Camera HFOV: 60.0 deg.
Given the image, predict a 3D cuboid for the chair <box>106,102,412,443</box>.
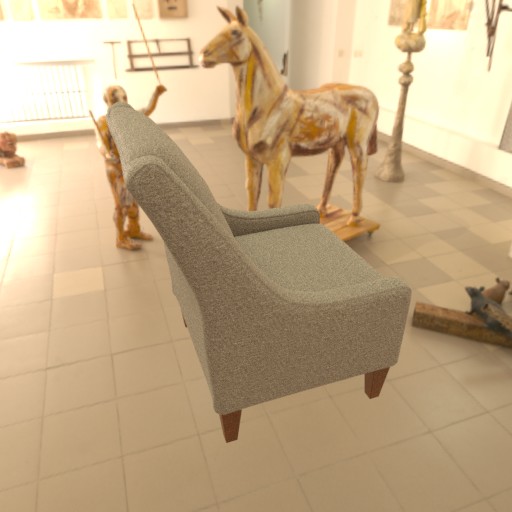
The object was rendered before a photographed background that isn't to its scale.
[{"bbox_3d":[0.000,0.000,1.627,0.870,1.016,0.774,-10,31,-17],"label":"chair"}]
